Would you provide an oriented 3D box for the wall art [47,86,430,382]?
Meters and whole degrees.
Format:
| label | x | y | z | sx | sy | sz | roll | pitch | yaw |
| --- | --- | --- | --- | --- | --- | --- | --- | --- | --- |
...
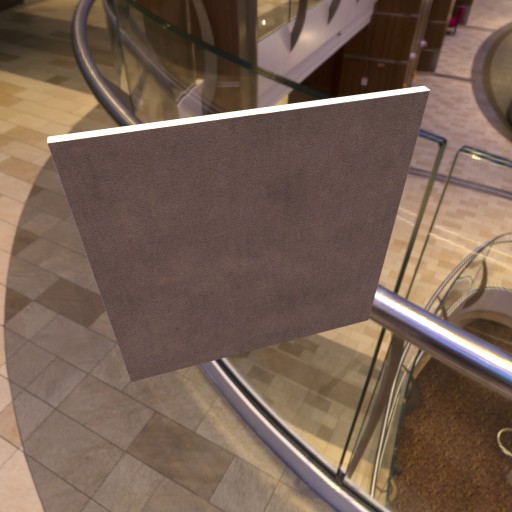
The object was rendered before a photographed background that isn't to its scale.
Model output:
| label | x | y | z | sx | sy | sz | roll | pitch | yaw |
| --- | --- | --- | --- | --- | --- | --- | --- | --- | --- |
| wall art | 0.000 | 0.000 | 0.969 | 0.664 | 0.661 | 0.020 | -12 | 44 | -13 |
